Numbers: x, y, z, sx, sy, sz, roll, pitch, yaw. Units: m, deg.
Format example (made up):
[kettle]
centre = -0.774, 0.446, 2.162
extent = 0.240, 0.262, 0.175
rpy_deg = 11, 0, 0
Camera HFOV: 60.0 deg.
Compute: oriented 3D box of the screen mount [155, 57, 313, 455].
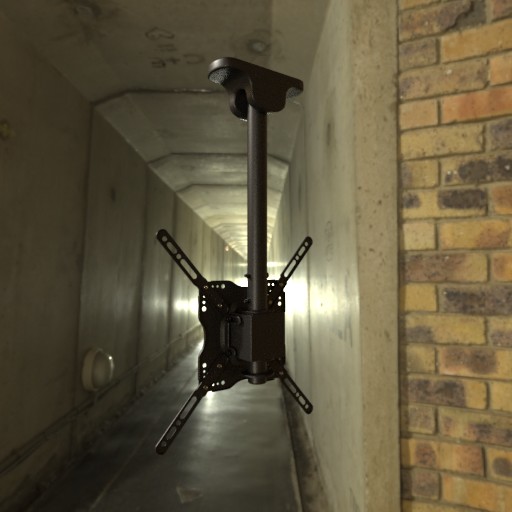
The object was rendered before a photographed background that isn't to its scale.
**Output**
[screen mount]
centre = 0.000, 0.000, 0.893
extent = 0.393, 0.729, 0.090
rpy_deg = 1, -1, -37
